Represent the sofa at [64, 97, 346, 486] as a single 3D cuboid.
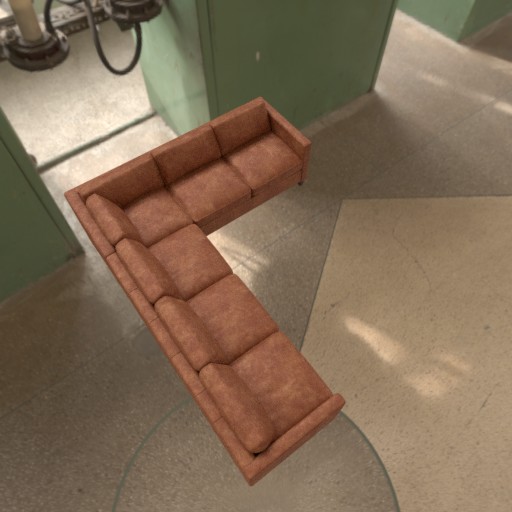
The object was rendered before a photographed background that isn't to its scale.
[{"bbox_3d":[0.000,0.000,4.304,2.438,0.838,3.167,-32,64,-18],"label":"sofa"}]
